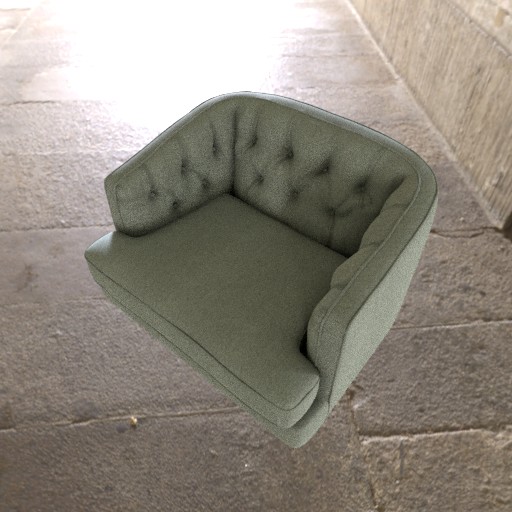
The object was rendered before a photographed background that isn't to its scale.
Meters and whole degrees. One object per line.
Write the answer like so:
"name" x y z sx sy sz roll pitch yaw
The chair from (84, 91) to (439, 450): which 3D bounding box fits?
"chair" 0.000 0.000 1.758 1.094 0.852 0.945 31 54 26
